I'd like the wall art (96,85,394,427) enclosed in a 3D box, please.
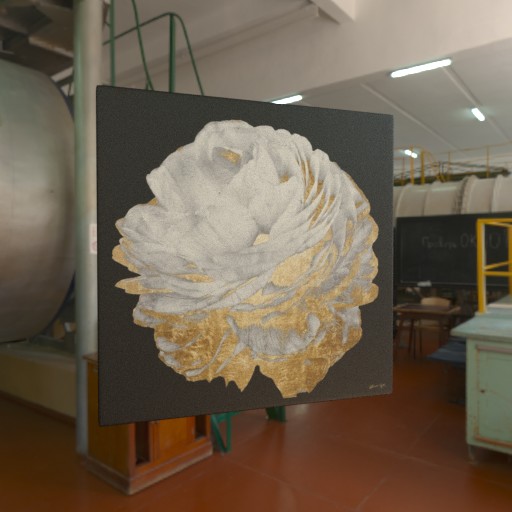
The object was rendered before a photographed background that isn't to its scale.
[{"bbox_3d":[0.000,0.000,0.604,0.406,0.407,0.041,0,1,-17],"label":"wall art"}]
